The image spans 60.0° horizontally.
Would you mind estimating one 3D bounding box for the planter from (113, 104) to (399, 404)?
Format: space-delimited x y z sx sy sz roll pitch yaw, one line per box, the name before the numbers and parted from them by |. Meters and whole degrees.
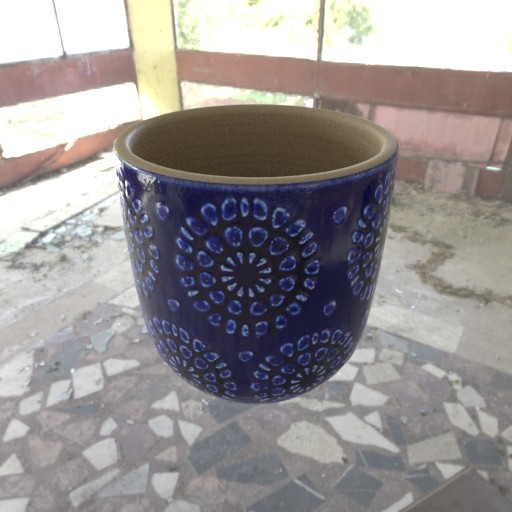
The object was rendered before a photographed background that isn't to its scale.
planter | 0.000 0.000 0.201 0.109 0.112 0.109 0 30 0
